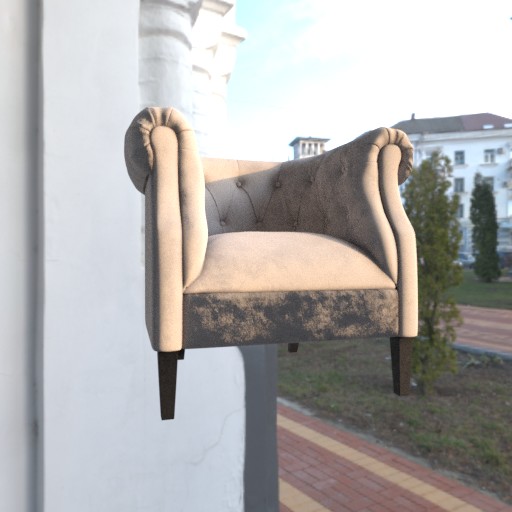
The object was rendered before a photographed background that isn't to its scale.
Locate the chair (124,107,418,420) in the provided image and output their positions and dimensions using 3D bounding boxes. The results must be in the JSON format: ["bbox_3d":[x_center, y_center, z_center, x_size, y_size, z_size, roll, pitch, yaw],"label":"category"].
[{"bbox_3d":[0.000,0.000,1.587,0.904,0.826,0.851,0,0,-16],"label":"chair"}]
